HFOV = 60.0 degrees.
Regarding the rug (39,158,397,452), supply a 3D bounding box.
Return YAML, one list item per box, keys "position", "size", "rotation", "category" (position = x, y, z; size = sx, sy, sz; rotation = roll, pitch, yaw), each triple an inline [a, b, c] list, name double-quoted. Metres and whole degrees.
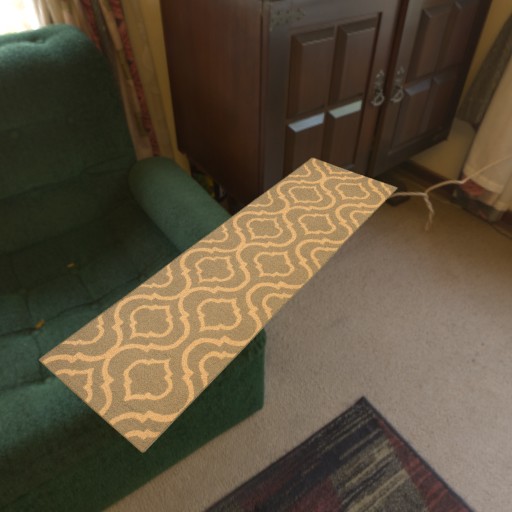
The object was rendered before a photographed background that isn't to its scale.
- position: [0.000, 0.000, 2.477]
  size: [0.684, 0.009, 2.275]
  rotation: [27, 48, 27]
  category: "rug"
